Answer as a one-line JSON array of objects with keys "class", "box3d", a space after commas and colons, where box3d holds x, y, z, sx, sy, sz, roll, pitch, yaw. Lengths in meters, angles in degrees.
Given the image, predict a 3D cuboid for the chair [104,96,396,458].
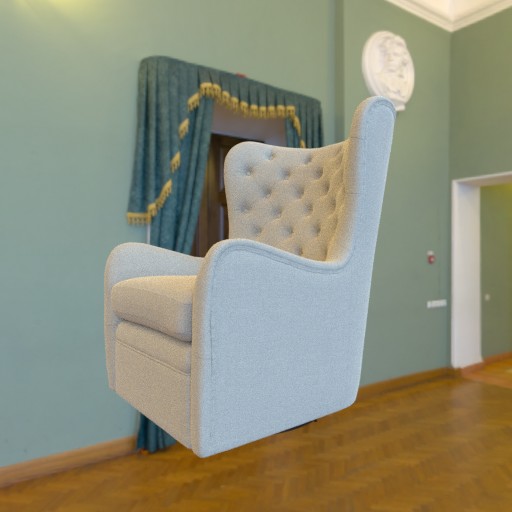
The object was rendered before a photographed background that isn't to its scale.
[{"class": "chair", "box3d": [0.000, 0.000, 1.669, 0.929, 1.079, 0.831, 0, 0, -36]}]
